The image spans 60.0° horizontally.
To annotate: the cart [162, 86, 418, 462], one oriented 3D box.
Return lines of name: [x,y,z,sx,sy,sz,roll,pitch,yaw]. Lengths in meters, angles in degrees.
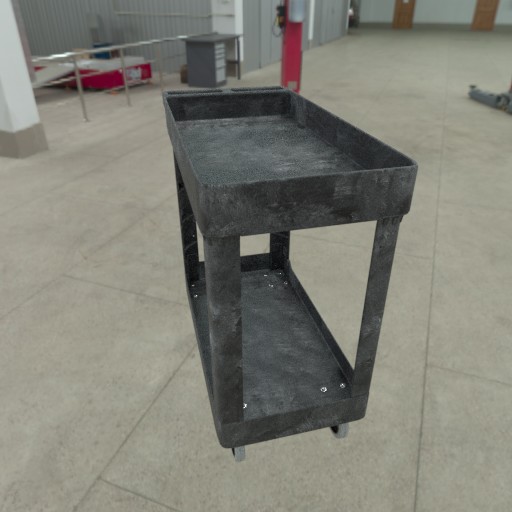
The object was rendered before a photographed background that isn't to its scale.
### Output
cart: [0.000,0.000,1.345,0.420,0.824,0.877,-7,31,-12]
